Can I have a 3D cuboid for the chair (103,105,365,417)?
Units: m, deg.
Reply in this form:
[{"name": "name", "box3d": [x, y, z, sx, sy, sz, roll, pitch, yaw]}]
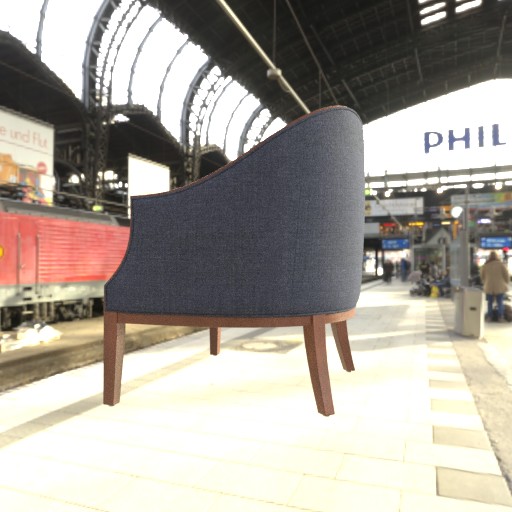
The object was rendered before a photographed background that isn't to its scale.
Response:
[{"name": "chair", "box3d": [0.000, 0.000, 1.543, 0.735, 0.876, 0.803, 0, -1, 19]}]
